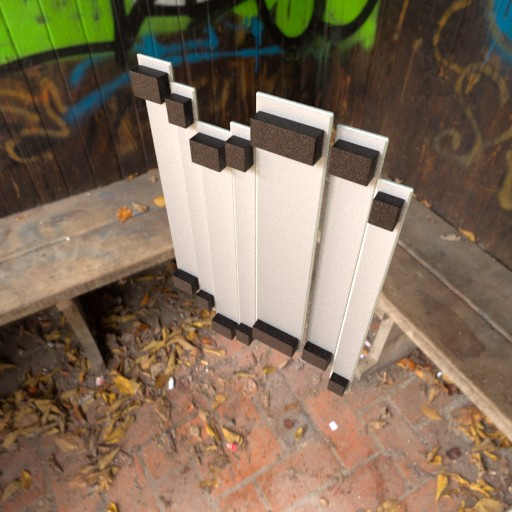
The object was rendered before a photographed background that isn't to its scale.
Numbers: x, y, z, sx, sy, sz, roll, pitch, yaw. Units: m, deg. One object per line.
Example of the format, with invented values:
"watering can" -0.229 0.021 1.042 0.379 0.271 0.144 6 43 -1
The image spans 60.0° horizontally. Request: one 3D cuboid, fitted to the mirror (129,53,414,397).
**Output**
"mirror" 0.000 0.000 0.787 0.445 0.611 0.058 24 51 21
